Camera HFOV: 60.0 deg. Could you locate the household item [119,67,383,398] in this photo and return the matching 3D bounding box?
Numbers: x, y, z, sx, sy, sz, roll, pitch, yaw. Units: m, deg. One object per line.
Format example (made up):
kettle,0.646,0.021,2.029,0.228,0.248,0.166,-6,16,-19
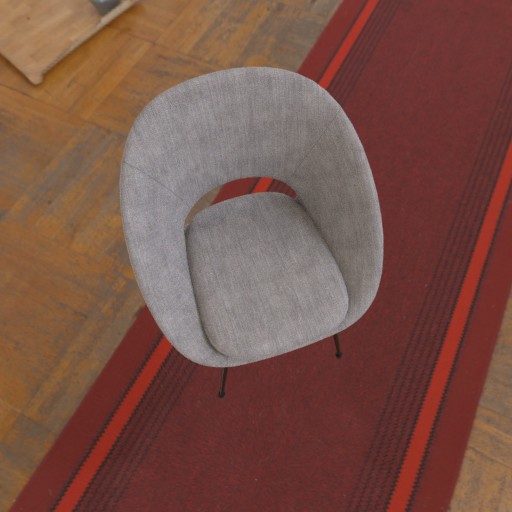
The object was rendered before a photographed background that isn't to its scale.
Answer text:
household item,0.000,0.000,1.292,0.643,0.869,0.587,-16,64,-8
